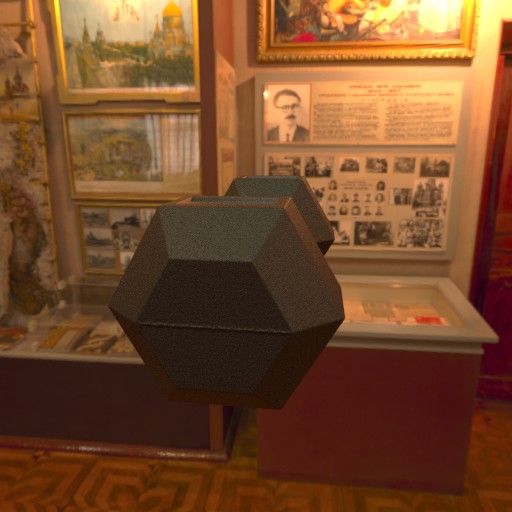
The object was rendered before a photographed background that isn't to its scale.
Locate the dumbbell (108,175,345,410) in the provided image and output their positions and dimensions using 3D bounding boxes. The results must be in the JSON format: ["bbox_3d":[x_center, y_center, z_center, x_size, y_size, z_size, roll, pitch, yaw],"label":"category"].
[{"bbox_3d":[0.000,0.000,0.435,0.157,0.137,0.361,2,14,8],"label":"dumbbell"}]
